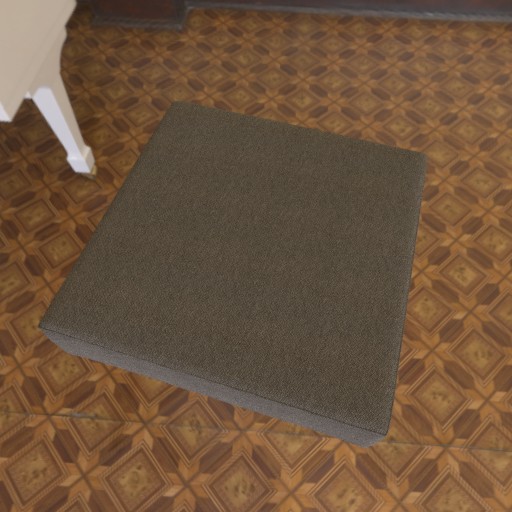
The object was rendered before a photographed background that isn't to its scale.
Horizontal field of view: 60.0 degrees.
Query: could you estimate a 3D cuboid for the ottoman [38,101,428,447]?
[{"bbox_3d":[0.000,0.000,1.503,0.970,0.378,0.981,15,60,9],"label":"ottoman"}]
